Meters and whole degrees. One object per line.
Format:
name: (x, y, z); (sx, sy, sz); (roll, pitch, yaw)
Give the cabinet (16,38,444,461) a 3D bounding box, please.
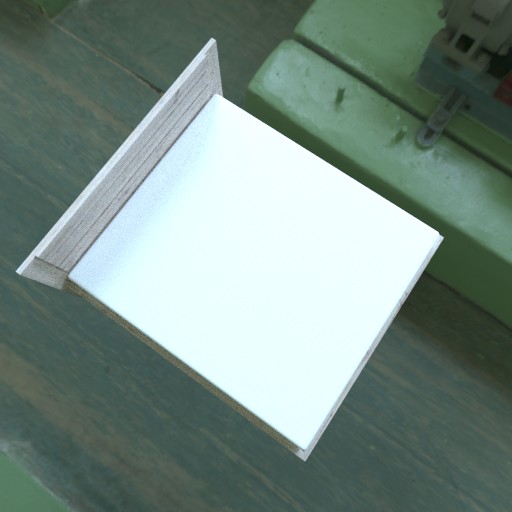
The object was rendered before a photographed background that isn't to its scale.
cabinet: (0.000, 0.000, 3.104); (2.080, 0.970, 1.950); (34, 79, 8)
